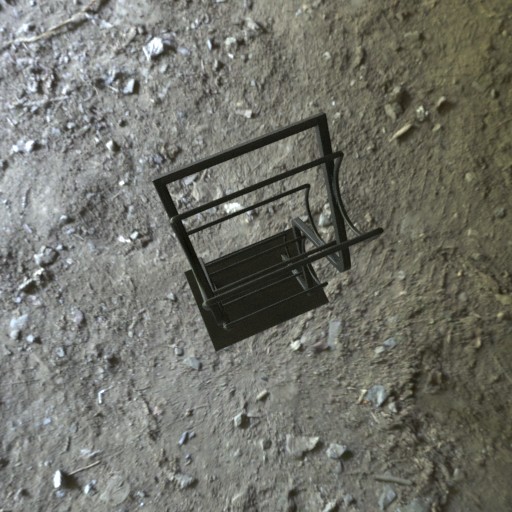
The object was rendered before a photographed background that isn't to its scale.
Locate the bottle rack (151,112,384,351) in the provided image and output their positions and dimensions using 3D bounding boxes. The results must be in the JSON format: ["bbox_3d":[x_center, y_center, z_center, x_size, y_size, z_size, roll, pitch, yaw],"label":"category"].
[{"bbox_3d":[0.000,0.000,0.667,0.254,0.559,0.178,-23,77,-6],"label":"bottle rack"}]
